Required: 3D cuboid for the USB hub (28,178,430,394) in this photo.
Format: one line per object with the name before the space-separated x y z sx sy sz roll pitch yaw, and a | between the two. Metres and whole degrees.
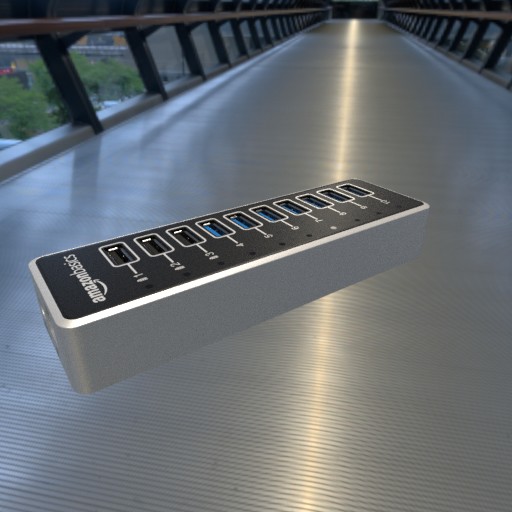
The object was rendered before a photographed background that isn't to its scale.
USB hub | 0.000 0.000 0.164 0.145 0.023 0.044 -18 33 -30
